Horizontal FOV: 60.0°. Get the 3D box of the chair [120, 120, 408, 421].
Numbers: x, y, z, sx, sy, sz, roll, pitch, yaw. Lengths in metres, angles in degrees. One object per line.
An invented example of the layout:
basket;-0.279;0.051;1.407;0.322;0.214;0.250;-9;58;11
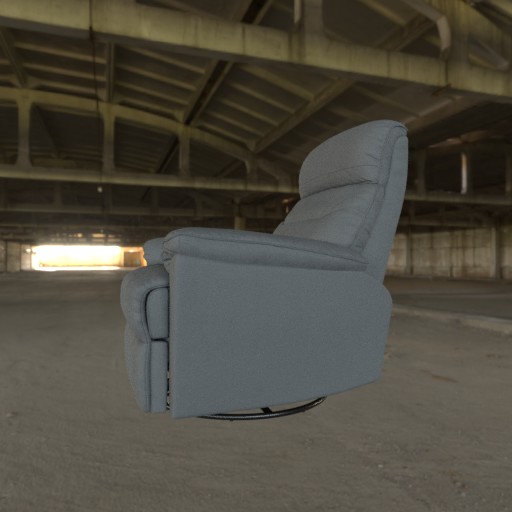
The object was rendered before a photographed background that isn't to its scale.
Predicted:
chair;0.000;0.000;1.723;1.004;1.037;0.820;0;0;-19
